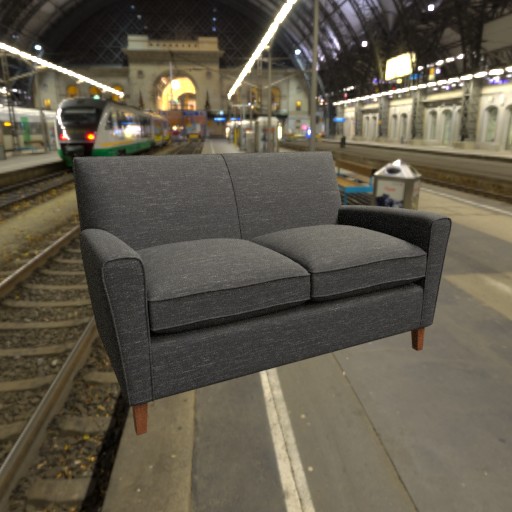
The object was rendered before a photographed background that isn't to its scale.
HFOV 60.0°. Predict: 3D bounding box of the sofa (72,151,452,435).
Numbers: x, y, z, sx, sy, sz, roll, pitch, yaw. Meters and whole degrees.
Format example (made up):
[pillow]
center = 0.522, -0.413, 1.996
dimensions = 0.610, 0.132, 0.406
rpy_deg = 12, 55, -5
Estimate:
[sofa]
center = 0.000, 0.000, 1.953
dimensions = 1.420, 0.846, 0.875
rpy_deg = -8, 18, -26
